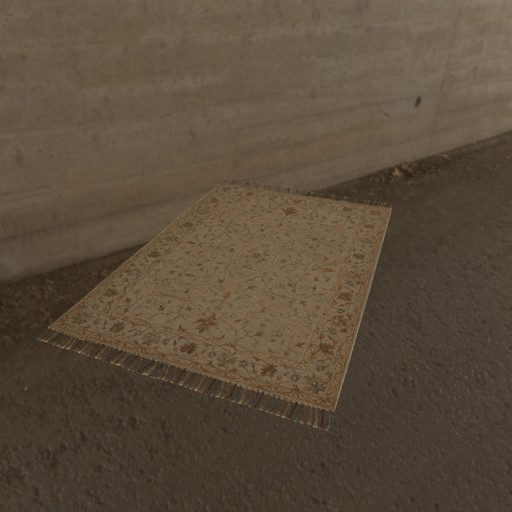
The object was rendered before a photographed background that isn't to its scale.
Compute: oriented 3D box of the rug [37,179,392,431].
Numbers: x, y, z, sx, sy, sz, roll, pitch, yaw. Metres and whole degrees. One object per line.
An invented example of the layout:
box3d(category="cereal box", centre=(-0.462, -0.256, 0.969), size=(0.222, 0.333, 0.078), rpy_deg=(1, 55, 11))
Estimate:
box3d(category="rug", centre=(0.000, 0.000, 2.346), size=(1.218, 0.017, 1.861), rpy_deg=(11, 33, 18))
